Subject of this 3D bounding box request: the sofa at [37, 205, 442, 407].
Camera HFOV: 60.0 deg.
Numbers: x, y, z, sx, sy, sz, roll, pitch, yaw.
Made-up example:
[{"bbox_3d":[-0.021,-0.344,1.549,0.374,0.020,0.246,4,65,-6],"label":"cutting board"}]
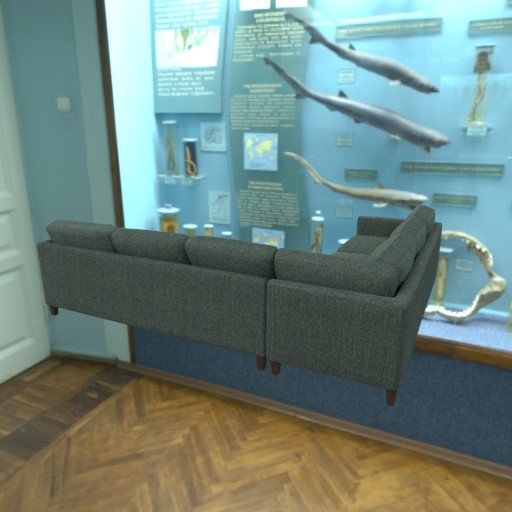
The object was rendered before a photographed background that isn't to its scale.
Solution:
[{"bbox_3d":[0.000,0.000,4.501,3.302,0.947,2.593,8,19,25],"label":"sofa"}]
